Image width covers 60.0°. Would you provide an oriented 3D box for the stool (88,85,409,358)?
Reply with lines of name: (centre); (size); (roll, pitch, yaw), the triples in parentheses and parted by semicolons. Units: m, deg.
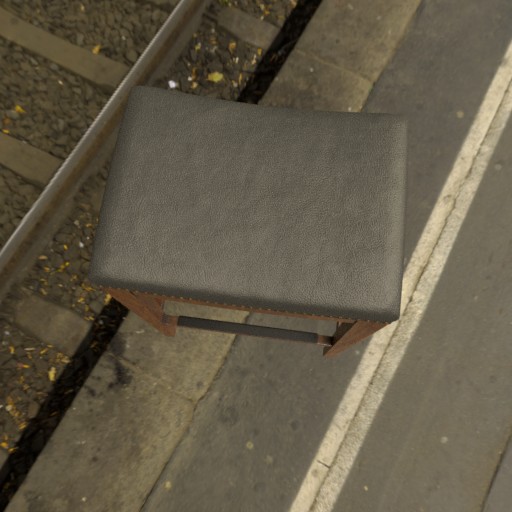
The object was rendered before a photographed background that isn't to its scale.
stool: (0.000, 0.000, 1.003); (0.500, 0.765, 0.361); (7, 75, 2)
